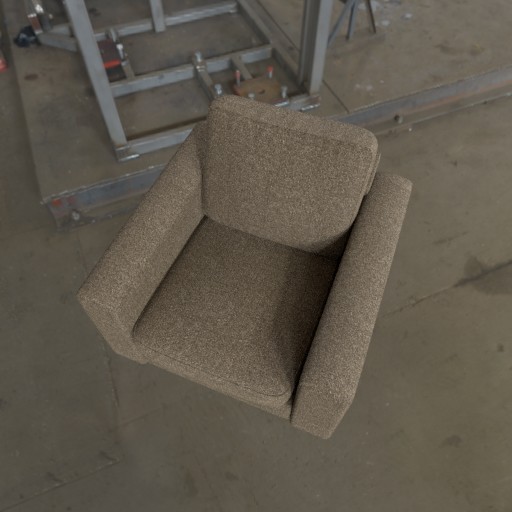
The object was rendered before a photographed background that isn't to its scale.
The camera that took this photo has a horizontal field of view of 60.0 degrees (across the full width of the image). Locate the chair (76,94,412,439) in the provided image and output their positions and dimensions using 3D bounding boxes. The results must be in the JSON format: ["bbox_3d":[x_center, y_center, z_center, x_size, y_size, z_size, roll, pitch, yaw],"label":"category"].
[{"bbox_3d":[0.000,0.000,1.779,1.005,0.873,1.016,19,58,12],"label":"chair"}]
